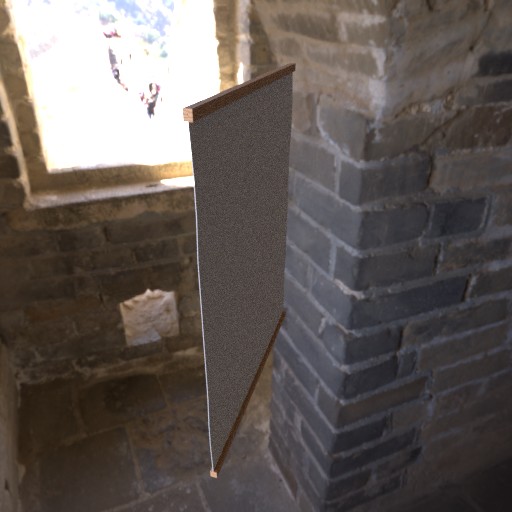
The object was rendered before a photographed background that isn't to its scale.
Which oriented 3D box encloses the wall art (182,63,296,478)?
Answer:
[{"bbox_3d":[0.000,0.000,0.678,0.010,0.507,0.404,9,30,15],"label":"wall art"}]
